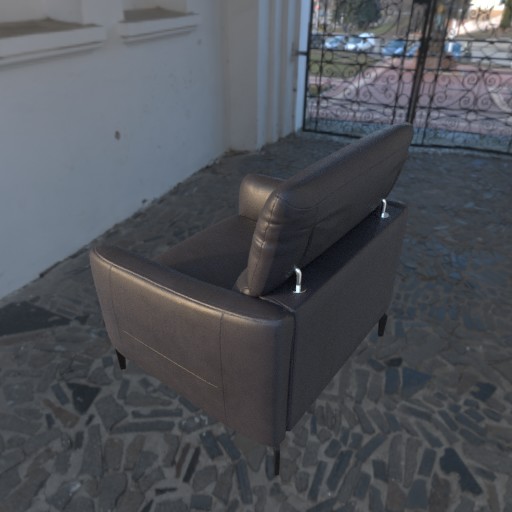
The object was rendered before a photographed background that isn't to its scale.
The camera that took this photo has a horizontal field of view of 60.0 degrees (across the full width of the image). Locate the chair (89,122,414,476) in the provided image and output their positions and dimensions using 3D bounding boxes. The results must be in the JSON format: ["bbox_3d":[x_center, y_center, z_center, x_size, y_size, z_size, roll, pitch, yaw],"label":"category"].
[{"bbox_3d":[0.000,0.000,1.657,0.809,0.949,0.976,21,37,31],"label":"chair"}]
